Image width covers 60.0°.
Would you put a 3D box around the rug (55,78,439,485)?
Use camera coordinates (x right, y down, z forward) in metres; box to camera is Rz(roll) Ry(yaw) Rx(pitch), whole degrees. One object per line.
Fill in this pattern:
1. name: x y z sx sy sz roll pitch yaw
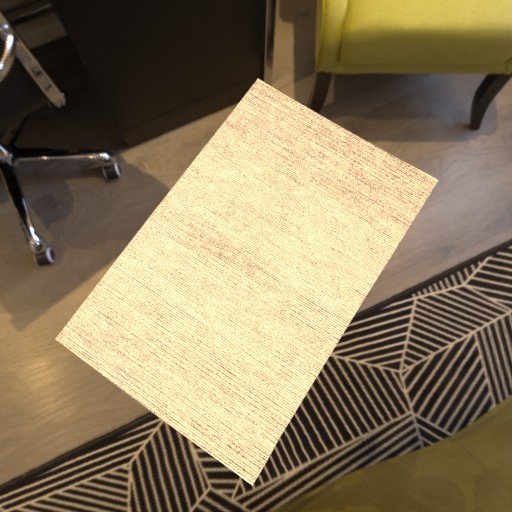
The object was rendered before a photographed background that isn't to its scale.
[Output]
1. rug: 0.000 0.000 2.236 1.149 0.021 1.773 33 77 9
